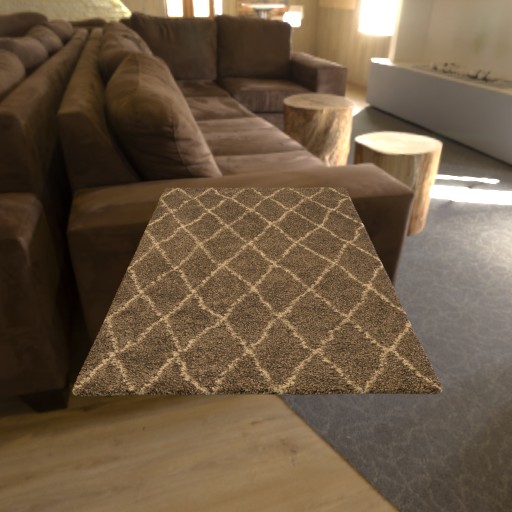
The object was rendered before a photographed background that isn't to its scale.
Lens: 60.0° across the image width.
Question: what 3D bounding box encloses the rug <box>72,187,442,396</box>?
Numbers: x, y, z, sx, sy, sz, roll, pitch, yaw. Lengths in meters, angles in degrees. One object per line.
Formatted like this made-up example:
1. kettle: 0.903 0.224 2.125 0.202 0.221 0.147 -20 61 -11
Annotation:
1. rug: 0.000 0.000 2.215 1.219 0.030 1.778 0 30 0
